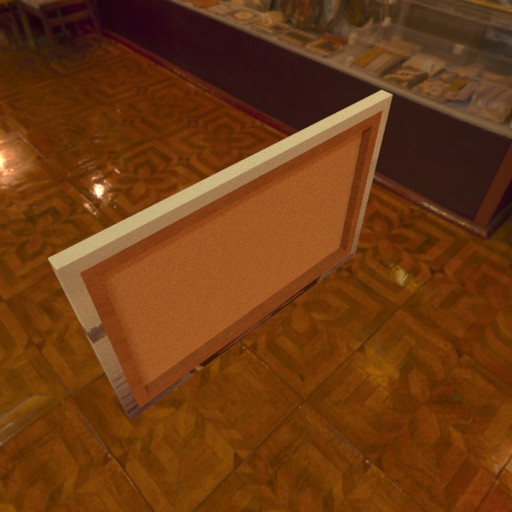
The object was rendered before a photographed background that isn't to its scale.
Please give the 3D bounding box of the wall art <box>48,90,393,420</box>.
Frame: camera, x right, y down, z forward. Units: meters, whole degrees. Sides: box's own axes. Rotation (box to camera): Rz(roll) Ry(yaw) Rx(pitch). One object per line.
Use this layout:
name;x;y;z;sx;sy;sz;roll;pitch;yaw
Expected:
wall art;0.000;0.000;1.174;0.916;0.609;0.037;-33;55;-27
